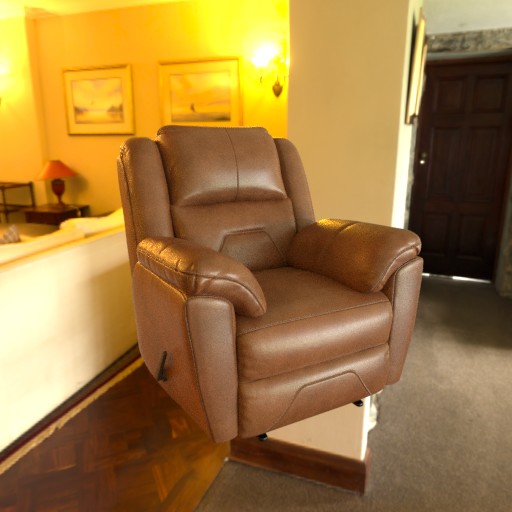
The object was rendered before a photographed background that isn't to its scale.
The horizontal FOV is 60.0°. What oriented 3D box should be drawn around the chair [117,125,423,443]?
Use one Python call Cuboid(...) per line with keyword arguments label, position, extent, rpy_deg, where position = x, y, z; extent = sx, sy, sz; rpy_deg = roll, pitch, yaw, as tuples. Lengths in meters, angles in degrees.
Cuboid(label="chair", position=(0.000, 0.000, 1.897), extent=(0.990, 1.093, 1.041), rpy_deg=(-8, 17, -27))
